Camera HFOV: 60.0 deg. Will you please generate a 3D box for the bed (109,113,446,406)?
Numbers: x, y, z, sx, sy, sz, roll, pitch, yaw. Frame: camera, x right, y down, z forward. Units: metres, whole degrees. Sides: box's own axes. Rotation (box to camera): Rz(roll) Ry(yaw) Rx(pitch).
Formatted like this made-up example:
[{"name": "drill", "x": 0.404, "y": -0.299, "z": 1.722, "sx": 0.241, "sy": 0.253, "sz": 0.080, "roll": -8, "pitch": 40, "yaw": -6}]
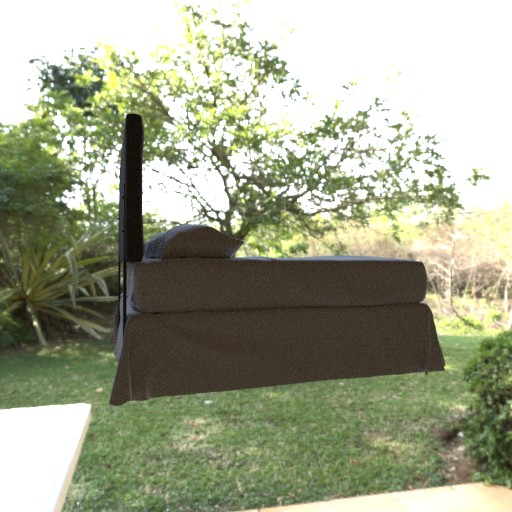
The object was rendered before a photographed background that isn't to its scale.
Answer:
[{"name": "bed", "x": 0.000, "y": 0.000, "z": 3.535, "sx": 2.222, "sy": 1.577, "sz": 1.936, "roll": 0, "pitch": -1, "yaw": -18}]
